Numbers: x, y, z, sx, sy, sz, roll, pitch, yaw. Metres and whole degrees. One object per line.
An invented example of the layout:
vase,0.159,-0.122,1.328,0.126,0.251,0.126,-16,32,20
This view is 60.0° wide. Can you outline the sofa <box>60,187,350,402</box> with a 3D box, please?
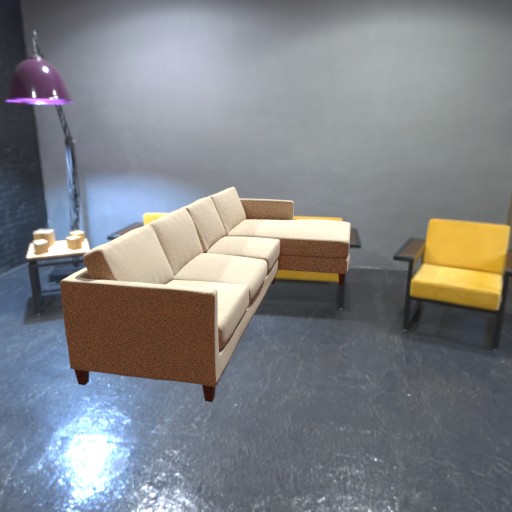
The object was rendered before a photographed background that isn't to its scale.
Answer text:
sofa,0.000,0.000,3.917,1.625,0.861,3.186,3,17,12
